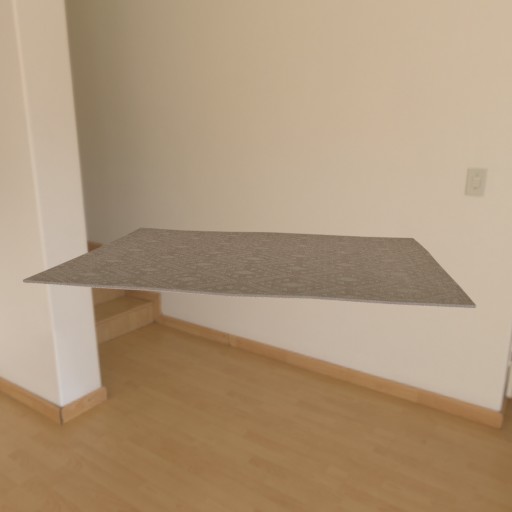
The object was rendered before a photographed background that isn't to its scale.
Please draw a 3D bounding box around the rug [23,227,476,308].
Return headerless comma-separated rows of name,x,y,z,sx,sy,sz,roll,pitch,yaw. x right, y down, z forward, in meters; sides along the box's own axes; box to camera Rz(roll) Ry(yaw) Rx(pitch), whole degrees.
rug,0.000,0.000,2.348,1.829,0.034,1.252,2,14,9
